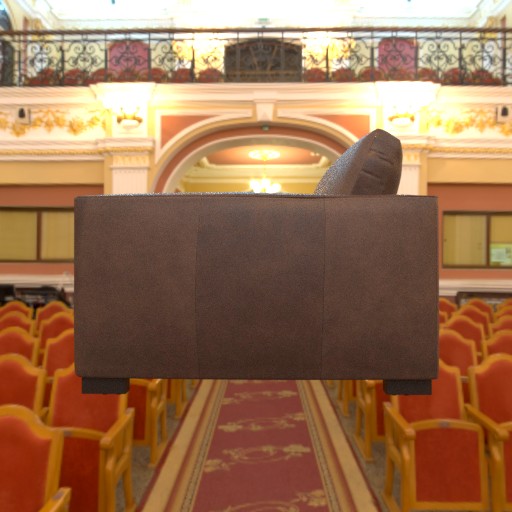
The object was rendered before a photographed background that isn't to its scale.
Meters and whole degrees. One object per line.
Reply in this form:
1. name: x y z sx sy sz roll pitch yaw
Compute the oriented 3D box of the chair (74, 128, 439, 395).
1. chair: 0.000 0.000 1.776 1.069 0.812 1.100 0 -1 1
